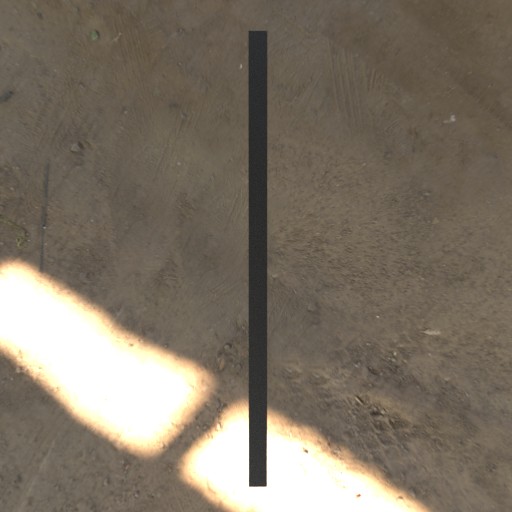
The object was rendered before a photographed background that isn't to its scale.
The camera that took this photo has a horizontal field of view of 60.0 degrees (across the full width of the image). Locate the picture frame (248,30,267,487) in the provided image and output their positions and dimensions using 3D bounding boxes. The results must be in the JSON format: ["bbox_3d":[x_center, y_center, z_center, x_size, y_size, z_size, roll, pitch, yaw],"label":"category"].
[{"bbox_3d":[0.000,0.000,1.138,0.032,0.775,0.775,0,91,0],"label":"picture frame"}]
